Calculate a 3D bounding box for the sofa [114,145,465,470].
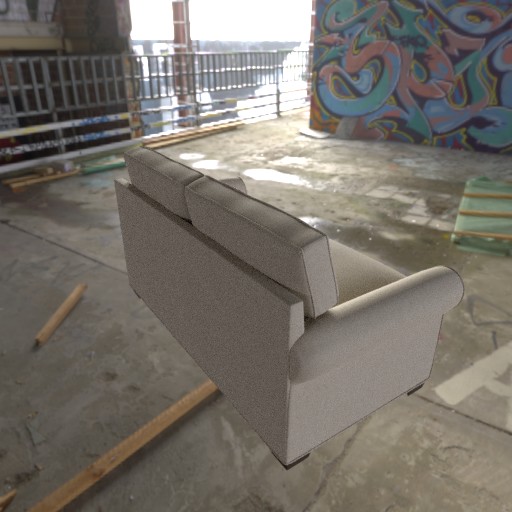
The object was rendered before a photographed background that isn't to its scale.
[{"bbox_3d":[0.000,0.000,2.253,0.861,0.933,1.774,-17,30,-30],"label":"sofa"}]
